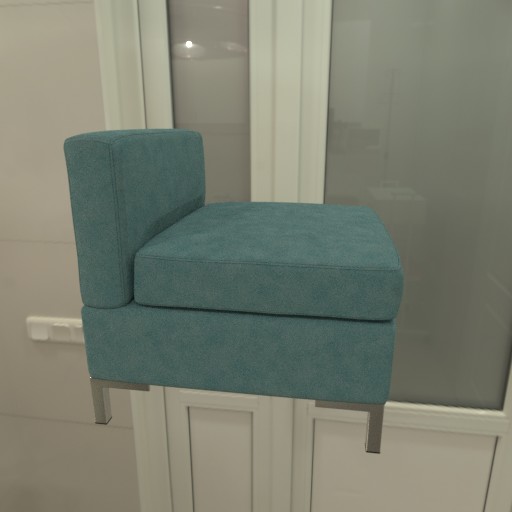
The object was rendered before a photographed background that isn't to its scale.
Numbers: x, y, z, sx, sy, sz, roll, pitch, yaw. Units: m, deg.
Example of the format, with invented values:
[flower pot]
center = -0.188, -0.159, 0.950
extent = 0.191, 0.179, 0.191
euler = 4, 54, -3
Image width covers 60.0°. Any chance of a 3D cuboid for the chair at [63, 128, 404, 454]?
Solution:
[chair]
center = 0.000, 0.000, 1.199
extent = 0.685, 0.660, 0.684
euler = 3, 17, 9
